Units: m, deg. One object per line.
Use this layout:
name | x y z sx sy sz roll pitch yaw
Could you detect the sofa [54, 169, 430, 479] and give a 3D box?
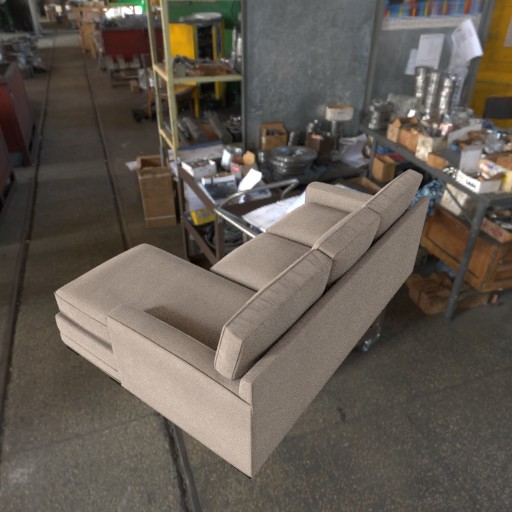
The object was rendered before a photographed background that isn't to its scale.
sofa | 0.000 0.000 2.892 1.496 0.861 2.087 22 39 30
